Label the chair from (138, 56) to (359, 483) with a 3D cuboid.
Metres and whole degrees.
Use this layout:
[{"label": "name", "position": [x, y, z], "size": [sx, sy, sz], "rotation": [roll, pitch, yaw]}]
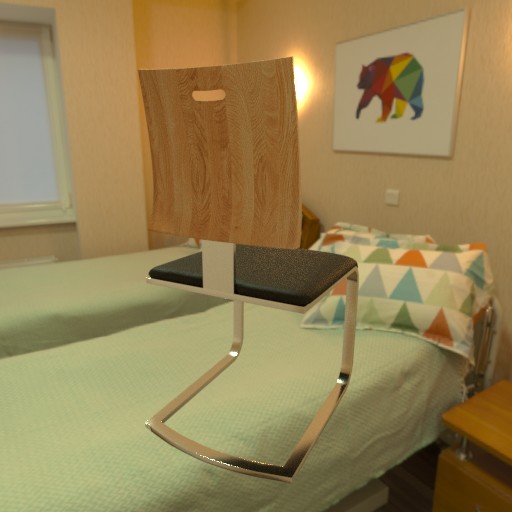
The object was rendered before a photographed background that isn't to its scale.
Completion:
[{"label": "chair", "position": [0.000, 0.000, 1.226], "size": [0.462, 0.936, 0.560], "rotation": [8, 17, 27]}]
